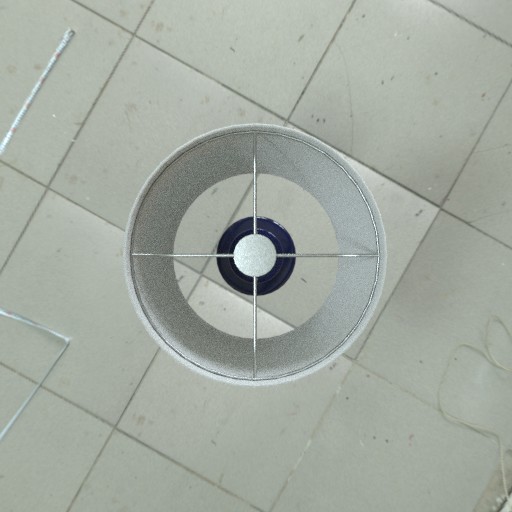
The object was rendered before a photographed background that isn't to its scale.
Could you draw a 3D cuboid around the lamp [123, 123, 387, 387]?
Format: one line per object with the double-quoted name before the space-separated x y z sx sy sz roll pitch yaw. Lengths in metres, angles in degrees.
"lamp" 0.000 0.000 0.601 0.212 0.493 0.212 0 90 0
